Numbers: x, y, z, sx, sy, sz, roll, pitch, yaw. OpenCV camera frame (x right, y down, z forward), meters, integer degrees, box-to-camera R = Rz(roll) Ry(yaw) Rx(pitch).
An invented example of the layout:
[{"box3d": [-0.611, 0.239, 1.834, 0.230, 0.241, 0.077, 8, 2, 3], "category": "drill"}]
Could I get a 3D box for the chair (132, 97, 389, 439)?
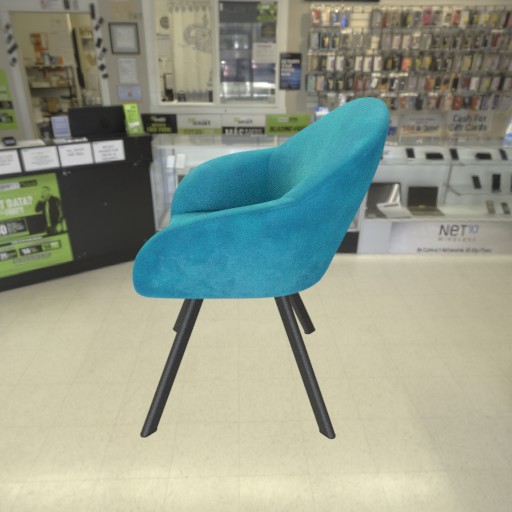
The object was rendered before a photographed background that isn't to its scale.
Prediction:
[{"box3d": [0.000, 0.000, 1.178, 0.590, 0.795, 0.550, 0, 25, 1], "category": "chair"}]
